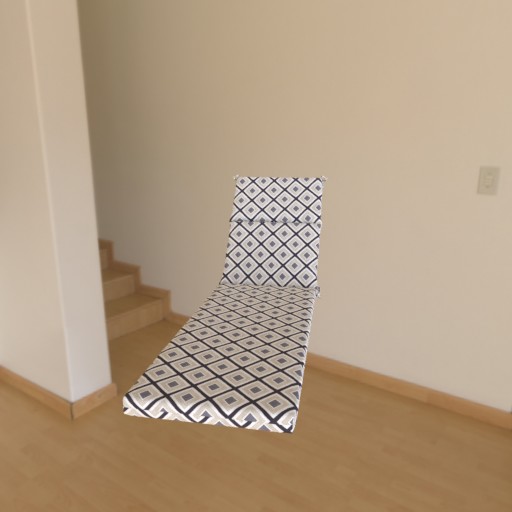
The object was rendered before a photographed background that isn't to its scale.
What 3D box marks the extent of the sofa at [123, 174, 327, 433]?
[{"bbox_3d":[0.000,0.000,1.996,0.582,0.622,1.663,3,14,10],"label":"sofa"}]
